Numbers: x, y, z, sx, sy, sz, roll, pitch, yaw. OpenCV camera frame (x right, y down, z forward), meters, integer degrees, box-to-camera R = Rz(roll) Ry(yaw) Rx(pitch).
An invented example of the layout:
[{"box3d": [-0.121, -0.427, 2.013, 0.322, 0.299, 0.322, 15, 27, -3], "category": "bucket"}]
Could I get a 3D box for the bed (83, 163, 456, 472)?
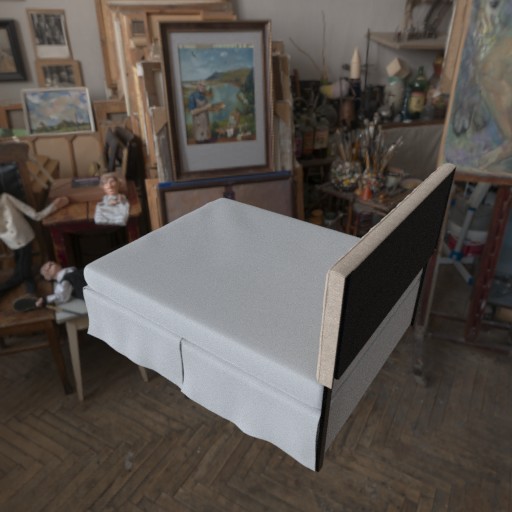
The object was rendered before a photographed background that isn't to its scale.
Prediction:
[{"box3d": [0.000, 0.000, 3.054, 1.978, 1.270, 1.643, 20, 36, 30], "category": "bed"}]
